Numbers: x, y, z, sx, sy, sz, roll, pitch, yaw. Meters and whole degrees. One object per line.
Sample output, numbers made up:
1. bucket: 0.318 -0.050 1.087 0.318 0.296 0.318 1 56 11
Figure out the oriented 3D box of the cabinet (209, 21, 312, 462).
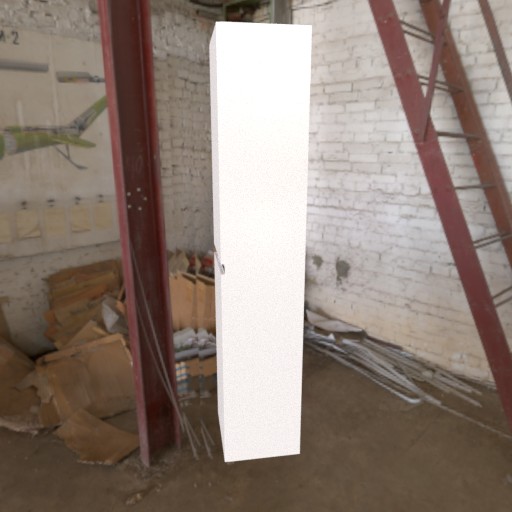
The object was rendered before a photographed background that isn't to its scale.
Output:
1. cabinet: 0.000 0.000 1.540 0.269 1.400 0.300 -2 15 -9
